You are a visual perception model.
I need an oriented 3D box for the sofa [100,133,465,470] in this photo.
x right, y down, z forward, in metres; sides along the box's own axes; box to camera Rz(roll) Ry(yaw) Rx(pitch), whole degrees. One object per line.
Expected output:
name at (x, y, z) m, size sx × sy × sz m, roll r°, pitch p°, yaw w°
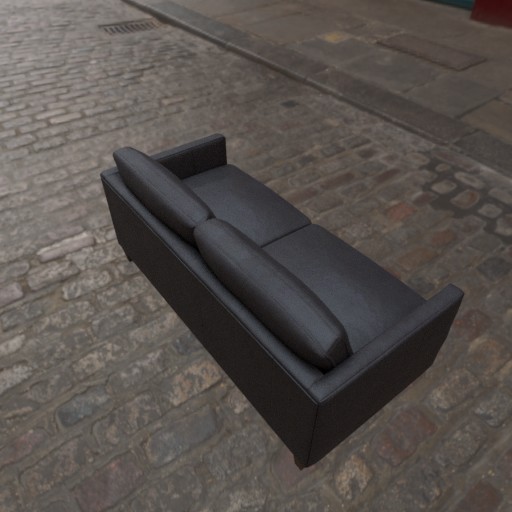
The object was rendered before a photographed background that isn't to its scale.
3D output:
sofa at (0.000, 0.000, 2.493) m, size 0.933 × 0.863 × 1.971 m, roll -27°, pitch 48°, yaw -27°
